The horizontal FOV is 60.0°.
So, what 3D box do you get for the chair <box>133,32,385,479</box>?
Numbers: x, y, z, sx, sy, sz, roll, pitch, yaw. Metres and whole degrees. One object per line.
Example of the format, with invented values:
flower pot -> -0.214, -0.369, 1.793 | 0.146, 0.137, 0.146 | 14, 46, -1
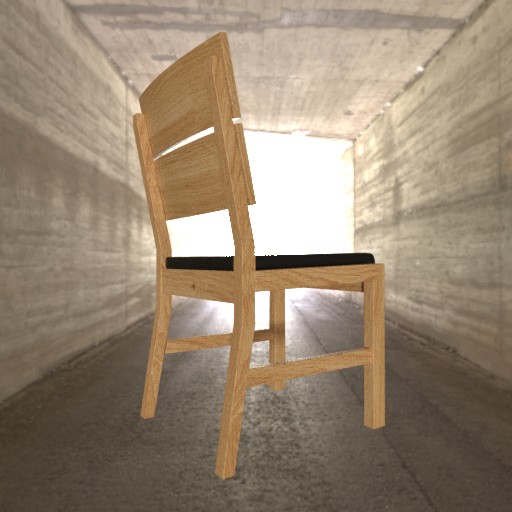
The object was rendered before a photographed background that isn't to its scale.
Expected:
chair -> 0.000, 0.000, 1.280 | 0.569, 0.950, 0.475 | 0, -1, -35
